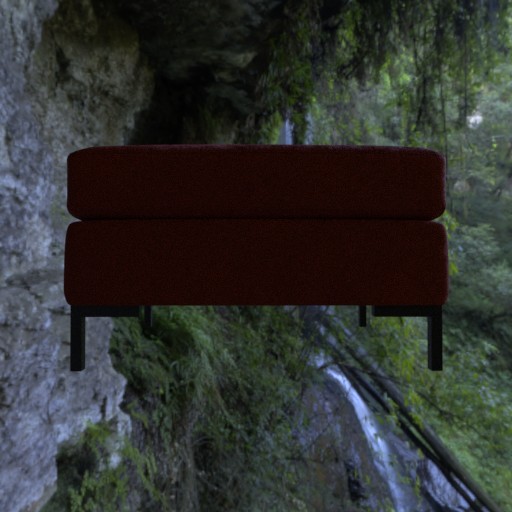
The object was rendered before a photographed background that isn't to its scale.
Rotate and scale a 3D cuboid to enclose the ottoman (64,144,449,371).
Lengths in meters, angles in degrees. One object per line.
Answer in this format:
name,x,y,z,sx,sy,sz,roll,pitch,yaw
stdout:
ottoman,0.000,0.000,1.180,0.782,0.462,0.650,0,-1,0
